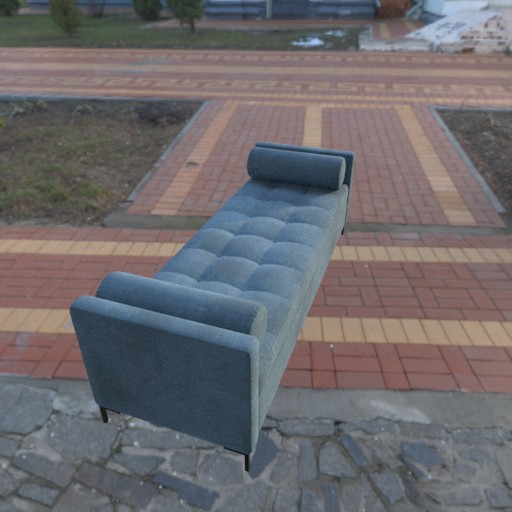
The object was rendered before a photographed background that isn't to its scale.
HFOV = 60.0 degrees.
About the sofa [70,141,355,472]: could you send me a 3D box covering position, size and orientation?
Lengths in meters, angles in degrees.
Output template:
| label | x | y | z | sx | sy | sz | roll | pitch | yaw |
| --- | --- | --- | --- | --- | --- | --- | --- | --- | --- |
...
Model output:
| label | x | y | z | sx | sy | sz | roll | pitch | yaw |
| --- | --- | --- | --- | --- | --- | --- | --- | --- | --- |
| sofa | 0.000 | 0.000 | 2.384 | 0.686 | 0.635 | 1.981 | 11 | 33 | 17 |
